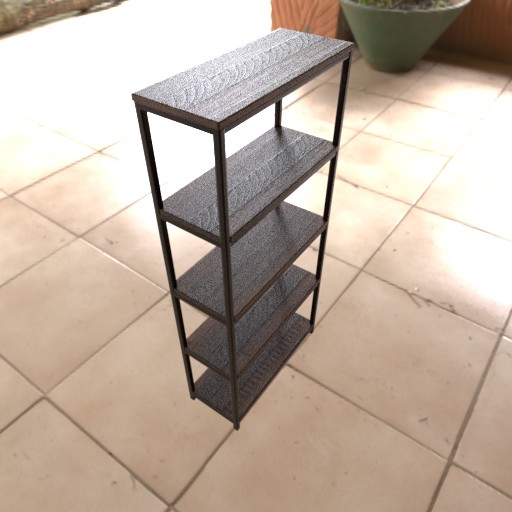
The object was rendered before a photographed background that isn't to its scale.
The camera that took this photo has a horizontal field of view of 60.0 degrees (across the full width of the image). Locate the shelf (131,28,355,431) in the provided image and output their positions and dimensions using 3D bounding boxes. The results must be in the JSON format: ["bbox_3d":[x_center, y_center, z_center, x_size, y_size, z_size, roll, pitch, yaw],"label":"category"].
[{"bbox_3d":[0.000,0.000,2.225,0.359,1.860,0.874,26,48,25],"label":"shelf"}]
